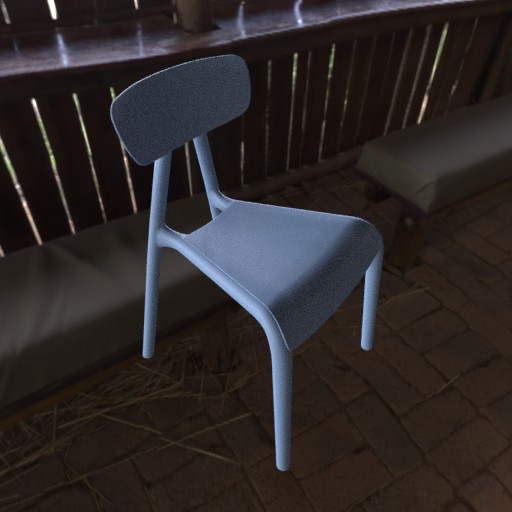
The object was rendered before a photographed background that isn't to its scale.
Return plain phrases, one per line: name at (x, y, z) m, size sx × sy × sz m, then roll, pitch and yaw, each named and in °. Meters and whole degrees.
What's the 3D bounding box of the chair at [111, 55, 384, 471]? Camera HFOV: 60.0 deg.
chair at (0.000, 0.000, 0.800) m, size 0.401 × 0.580 × 0.356 m, roll 27°, pitch 48°, yaw 27°
